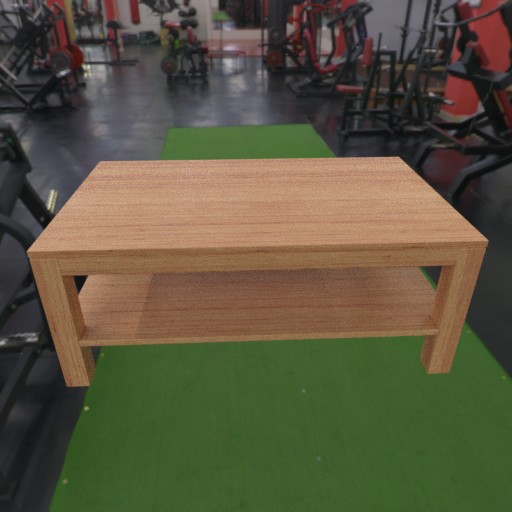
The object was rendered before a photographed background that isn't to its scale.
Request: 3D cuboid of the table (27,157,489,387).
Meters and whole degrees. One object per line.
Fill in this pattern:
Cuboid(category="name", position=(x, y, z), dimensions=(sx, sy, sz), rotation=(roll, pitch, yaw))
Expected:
Cuboid(category="table", position=(0.000, 0.000, 1.511), dimensions=(1.146, 0.457, 0.695), rotation=(-1, 30, -2))
